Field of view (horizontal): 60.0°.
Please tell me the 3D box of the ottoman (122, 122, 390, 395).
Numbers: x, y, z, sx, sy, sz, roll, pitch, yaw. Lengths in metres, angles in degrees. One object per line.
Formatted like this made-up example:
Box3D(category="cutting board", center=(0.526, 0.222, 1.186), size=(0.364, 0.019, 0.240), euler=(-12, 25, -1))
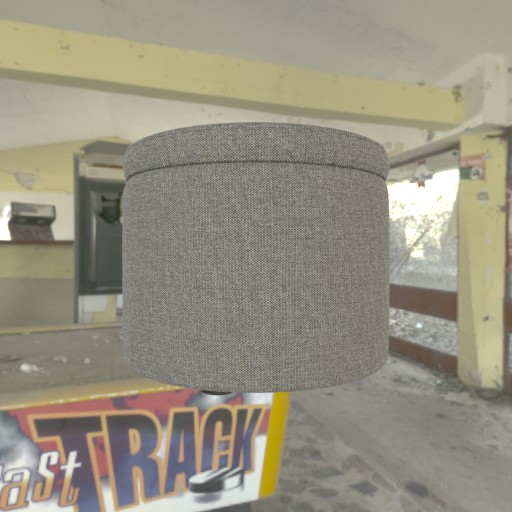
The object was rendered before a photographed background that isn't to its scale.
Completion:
Box3D(category="ottoman", center=(0.000, 0.000, 0.900), size=(0.520, 0.430, 0.520), euler=(0, 1, 0))
